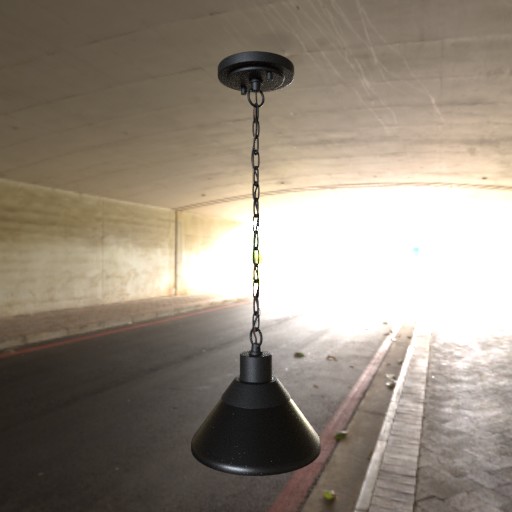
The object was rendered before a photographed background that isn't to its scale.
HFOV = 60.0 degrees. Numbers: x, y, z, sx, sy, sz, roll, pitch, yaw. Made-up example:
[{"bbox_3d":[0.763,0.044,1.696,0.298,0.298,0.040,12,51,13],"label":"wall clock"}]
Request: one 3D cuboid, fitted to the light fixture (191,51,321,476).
[{"bbox_3d":[0.000,0.000,0.694,0.201,0.588,0.201,0,-1,-35],"label":"light fixture"}]
